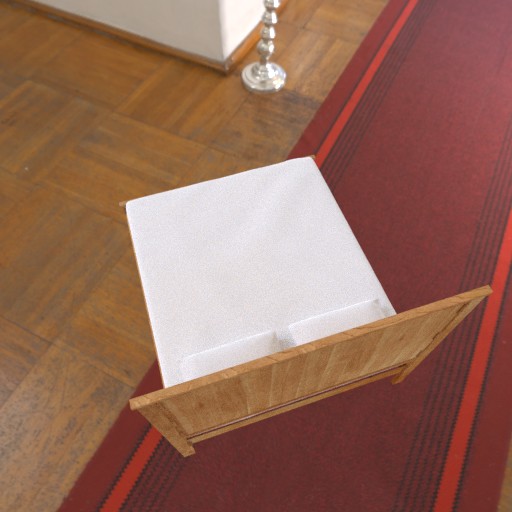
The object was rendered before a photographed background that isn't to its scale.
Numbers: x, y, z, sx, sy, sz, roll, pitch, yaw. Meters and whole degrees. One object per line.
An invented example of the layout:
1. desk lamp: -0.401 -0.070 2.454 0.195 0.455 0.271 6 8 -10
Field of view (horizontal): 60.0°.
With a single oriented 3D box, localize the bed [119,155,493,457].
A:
1. bed: 0.000 0.000 3.984 2.225 1.938 2.530 -16 60 -9
